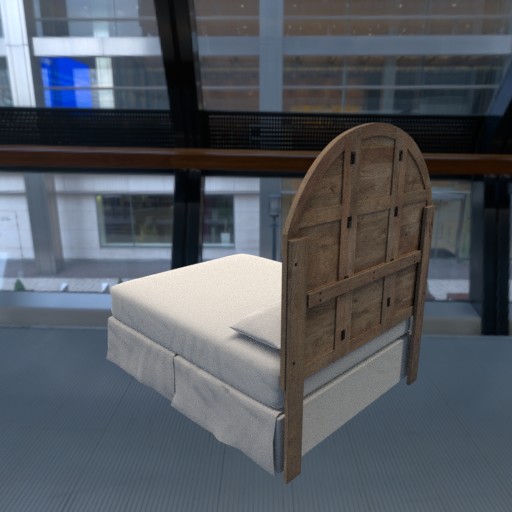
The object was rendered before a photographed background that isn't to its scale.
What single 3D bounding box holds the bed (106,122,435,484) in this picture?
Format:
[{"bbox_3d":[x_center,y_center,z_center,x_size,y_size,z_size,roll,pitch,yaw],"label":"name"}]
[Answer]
[{"bbox_3d":[0.000,0.000,3.539,1.713,2.002,2.112,-15,21,-43],"label":"bed"}]
